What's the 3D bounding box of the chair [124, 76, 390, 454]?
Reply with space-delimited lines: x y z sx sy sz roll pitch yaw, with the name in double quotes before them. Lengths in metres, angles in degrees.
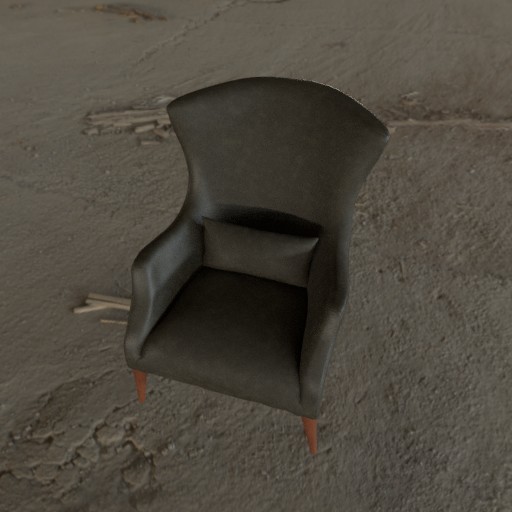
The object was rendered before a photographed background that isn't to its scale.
"chair" 0.000 0.000 1.749 0.819 1.068 0.954 12 43 13
